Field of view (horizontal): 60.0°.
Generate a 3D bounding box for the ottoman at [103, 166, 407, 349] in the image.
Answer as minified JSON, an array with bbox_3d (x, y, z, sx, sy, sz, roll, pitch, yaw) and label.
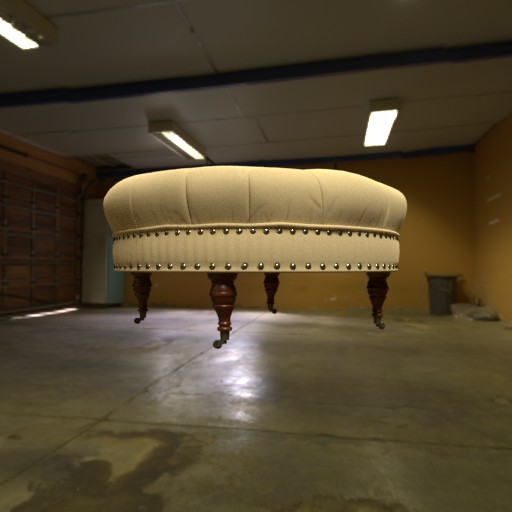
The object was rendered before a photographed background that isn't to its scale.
[{"bbox_3d":[0.000,0.000,1.384,0.901,0.439,0.901,0,-1,0],"label":"ottoman"}]
